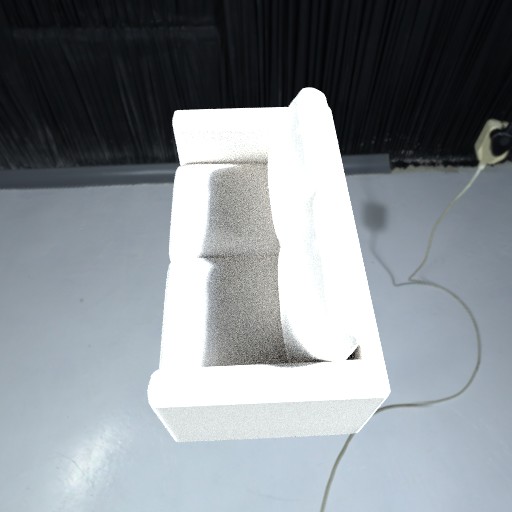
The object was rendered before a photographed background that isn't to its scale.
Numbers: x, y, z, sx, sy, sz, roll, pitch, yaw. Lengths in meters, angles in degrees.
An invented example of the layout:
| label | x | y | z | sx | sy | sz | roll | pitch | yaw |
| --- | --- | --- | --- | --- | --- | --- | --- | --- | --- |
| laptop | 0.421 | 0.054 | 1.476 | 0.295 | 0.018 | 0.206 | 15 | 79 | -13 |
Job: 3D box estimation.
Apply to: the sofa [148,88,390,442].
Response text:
| label | x | y | z | sx | sy | sz | roll | pitch | yaw |
| --- | --- | --- | --- | --- | --- | --- | --- | --- | --- |
| sofa | 0.000 | 0.000 | 1.975 | 0.796 | 0.908 | 1.430 | -2 | 56 | -1 |
